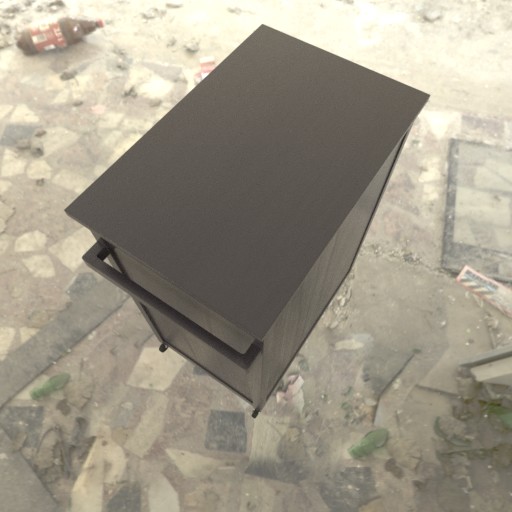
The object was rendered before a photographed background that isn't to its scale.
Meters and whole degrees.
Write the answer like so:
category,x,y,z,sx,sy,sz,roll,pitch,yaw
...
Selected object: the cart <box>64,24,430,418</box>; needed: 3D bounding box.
category,x,y,z,sx,sy,sz,roll,pitch,yaw
cart,0.000,0.000,1.268,0.449,0.878,0.690,31,66,16
